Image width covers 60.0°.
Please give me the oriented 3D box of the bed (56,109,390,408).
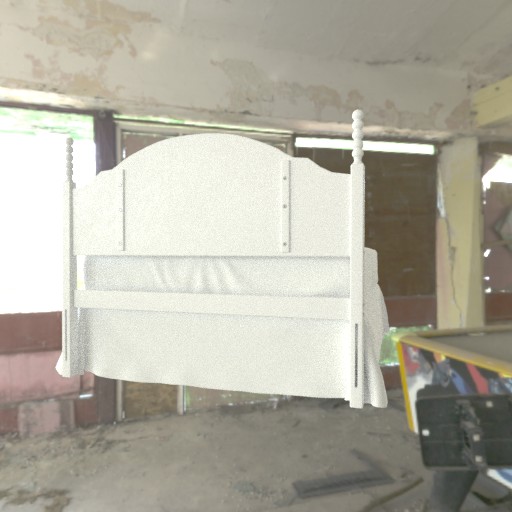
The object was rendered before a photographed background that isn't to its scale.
[{"bbox_3d":[0.000,0.000,3.206,1.873,1.356,2.040,0,1,18],"label":"bed"}]
